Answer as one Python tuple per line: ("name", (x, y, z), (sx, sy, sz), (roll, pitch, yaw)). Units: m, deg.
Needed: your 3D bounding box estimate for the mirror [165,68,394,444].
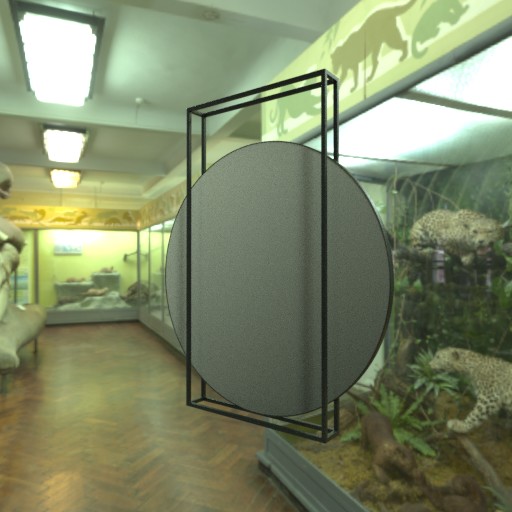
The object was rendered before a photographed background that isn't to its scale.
("mirror", (0.000, 0.000, 0.826), (0.508, 0.603, 0.051), (0, -1, 37))
